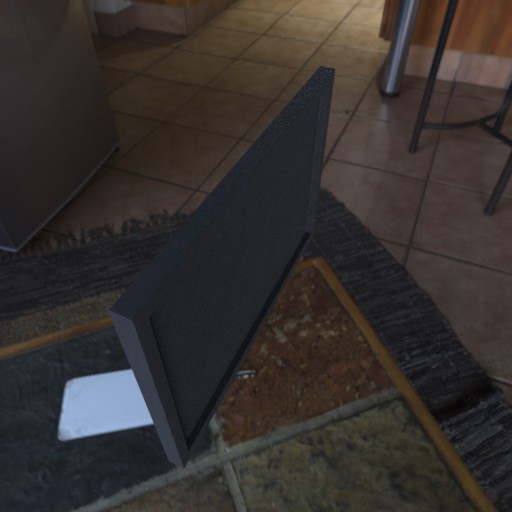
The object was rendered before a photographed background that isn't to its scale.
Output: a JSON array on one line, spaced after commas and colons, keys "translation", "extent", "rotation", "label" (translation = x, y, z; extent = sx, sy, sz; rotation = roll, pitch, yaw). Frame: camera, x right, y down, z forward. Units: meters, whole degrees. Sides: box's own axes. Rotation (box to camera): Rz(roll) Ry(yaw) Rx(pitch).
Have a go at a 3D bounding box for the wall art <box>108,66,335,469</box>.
[{"translation": [0.000, 0.000, 0.556], "extent": [0.021, 0.301, 0.443], "rotation": [19, 49, 17], "label": "wall art"}]
